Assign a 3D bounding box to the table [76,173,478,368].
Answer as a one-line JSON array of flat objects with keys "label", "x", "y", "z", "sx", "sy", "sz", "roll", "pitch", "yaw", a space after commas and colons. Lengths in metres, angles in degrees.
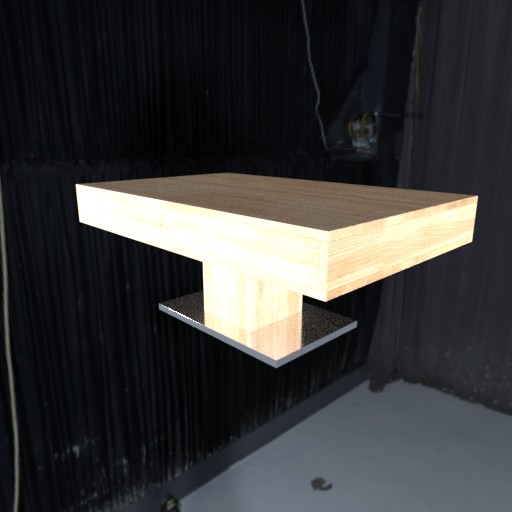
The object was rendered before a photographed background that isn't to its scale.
[{"label": "table", "x": 0.000, "y": 0.000, "z": 1.469, "sx": 0.700, "sy": 0.440, "sz": 1.100, "roll": -14, "pitch": 21, "yaw": -42}]
